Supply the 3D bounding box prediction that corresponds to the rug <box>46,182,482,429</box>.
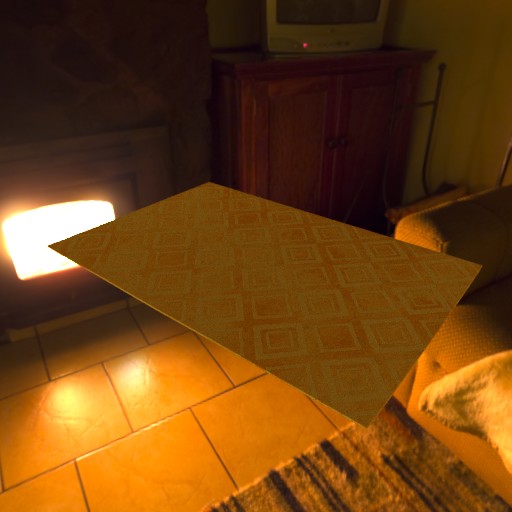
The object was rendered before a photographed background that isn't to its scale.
[{"bbox_3d":[0.000,0.000,2.218,1.829,0.010,1.213,22,36,33],"label":"rug"}]
